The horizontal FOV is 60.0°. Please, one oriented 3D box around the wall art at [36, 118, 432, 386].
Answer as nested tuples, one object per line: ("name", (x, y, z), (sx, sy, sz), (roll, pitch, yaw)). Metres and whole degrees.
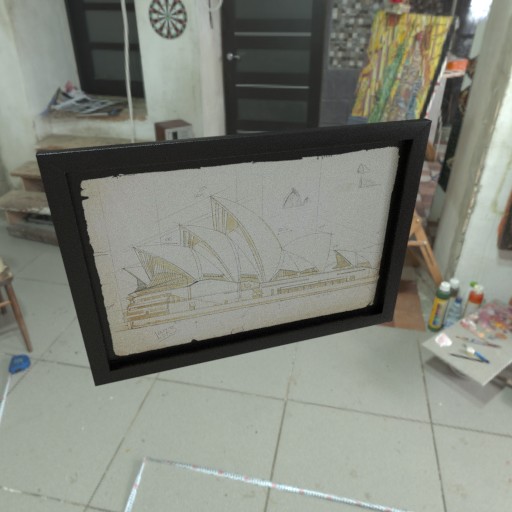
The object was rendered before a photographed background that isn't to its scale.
("wall art", (0.000, 0.000, 0.558), (0.440, 0.306, 0.013), (-9, 32, -15))
